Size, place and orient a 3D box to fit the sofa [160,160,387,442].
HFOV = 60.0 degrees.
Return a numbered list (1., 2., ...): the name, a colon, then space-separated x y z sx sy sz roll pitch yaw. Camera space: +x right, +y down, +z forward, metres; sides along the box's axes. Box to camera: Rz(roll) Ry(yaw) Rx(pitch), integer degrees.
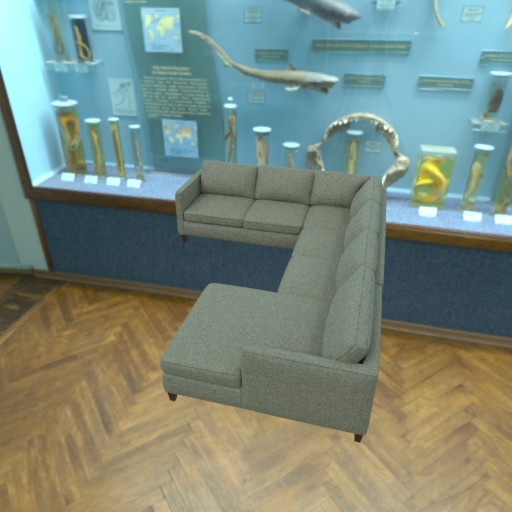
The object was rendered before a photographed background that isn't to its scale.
1. sofa: 0.000 0.000 4.611 2.551 0.889 3.403 8 32 13
